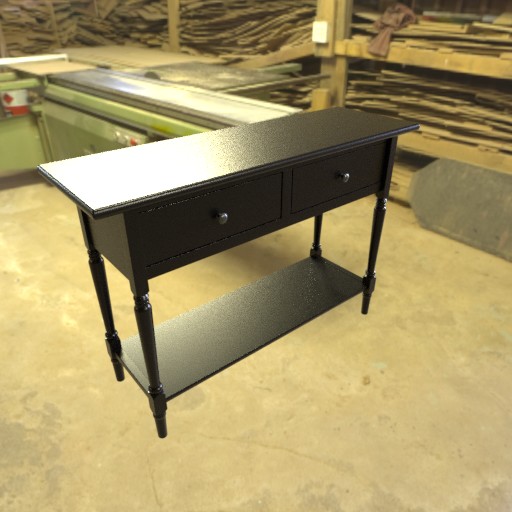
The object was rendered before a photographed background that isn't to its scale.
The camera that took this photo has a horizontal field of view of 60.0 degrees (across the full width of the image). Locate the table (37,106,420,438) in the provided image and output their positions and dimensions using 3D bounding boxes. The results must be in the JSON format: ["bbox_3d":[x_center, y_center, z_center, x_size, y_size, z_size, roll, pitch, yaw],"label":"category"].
[{"bbox_3d":[0.000,0.000,1.573,1.191,0.819,0.386,-22,37,-33],"label":"table"}]
